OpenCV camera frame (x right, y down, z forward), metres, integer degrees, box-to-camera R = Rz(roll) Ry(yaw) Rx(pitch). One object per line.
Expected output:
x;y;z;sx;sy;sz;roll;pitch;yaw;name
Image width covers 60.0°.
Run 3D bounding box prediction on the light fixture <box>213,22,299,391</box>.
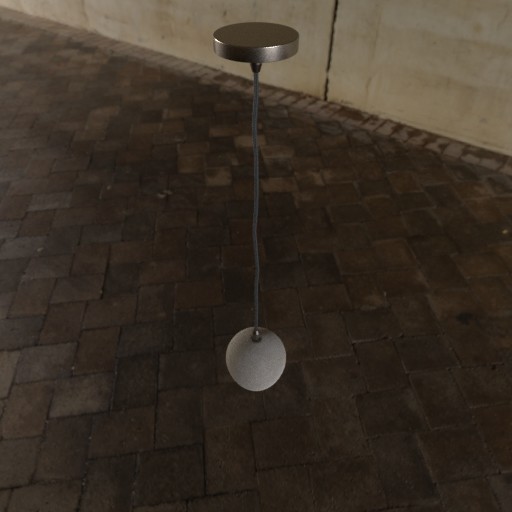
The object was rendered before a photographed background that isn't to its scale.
0.000;0.000;0.822;0.139;0.764;0.139;-13;44;-15;light fixture
